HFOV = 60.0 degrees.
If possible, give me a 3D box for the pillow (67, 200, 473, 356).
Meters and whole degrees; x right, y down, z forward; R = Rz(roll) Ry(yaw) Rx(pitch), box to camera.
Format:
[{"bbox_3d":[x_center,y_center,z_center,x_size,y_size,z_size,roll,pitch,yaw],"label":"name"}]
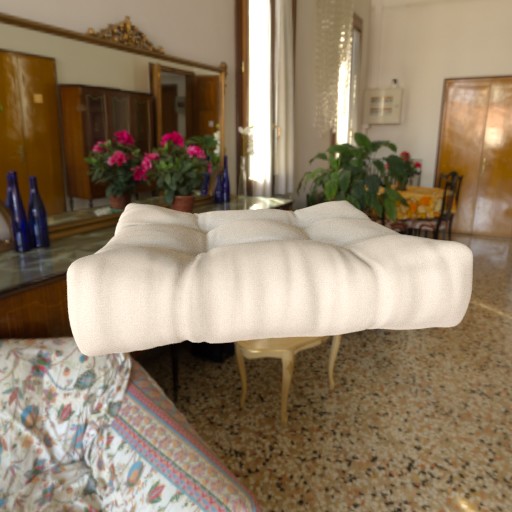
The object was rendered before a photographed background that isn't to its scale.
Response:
[{"bbox_3d":[0.000,0.000,0.729,0.490,0.128,0.468,-2,15,-8],"label":"pillow"}]
